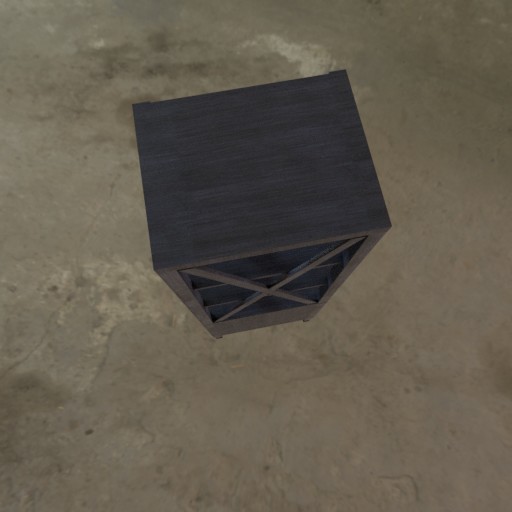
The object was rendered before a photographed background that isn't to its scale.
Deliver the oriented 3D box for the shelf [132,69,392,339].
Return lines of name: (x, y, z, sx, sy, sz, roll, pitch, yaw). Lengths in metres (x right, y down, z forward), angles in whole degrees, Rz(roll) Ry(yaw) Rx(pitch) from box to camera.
shelf: (0.000, 0.000, 1.957, 0.584, 1.727, 0.472, -10, 74, -3)
